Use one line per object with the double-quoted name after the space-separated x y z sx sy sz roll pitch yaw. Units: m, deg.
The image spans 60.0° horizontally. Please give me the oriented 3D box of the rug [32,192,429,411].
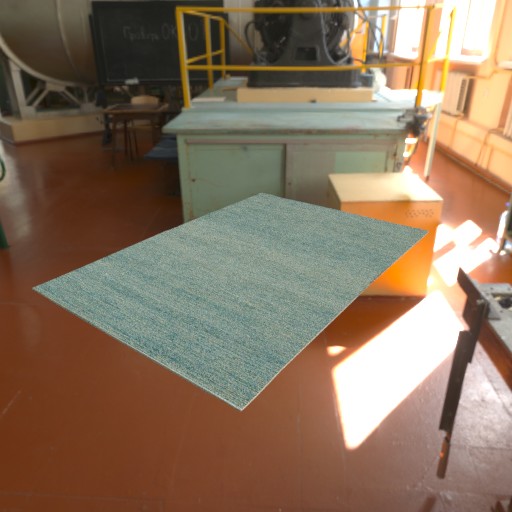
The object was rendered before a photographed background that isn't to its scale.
0.000 0.000 3.008 1.593 0.029 2.305 19 32 33 "rug"
